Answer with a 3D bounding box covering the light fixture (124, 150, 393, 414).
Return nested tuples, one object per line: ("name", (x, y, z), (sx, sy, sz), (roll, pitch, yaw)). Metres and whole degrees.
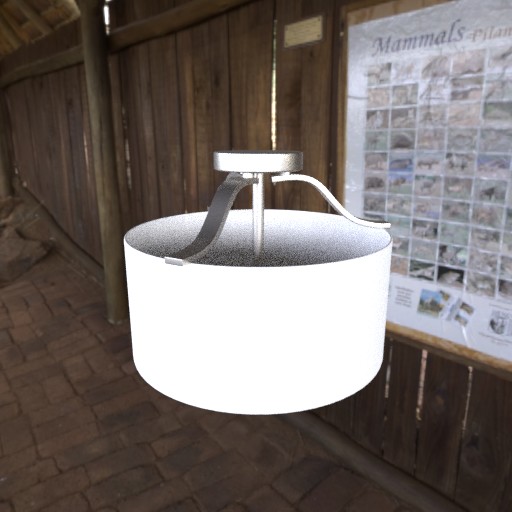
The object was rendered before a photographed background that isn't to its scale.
("light fixture", (0.000, 0.000, 0.661), (0.395, 0.304, 0.395), (0, 15, 0))
